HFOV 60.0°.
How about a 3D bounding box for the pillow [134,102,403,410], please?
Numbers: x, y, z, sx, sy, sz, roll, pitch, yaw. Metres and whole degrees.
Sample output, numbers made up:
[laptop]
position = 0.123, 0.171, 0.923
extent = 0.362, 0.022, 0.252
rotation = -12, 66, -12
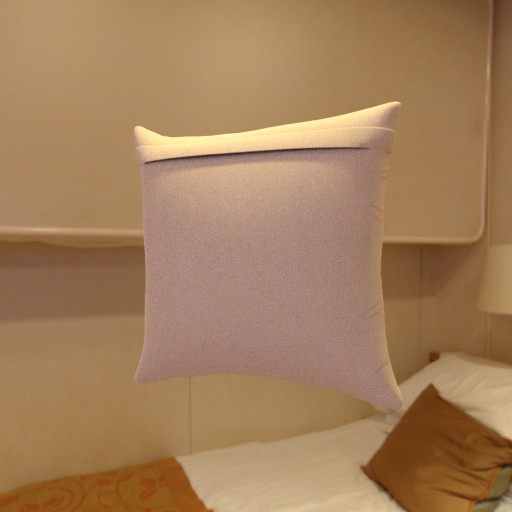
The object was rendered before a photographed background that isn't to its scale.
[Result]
[pillow]
position = 0.000, 0.000, 0.643
extent = 0.405, 0.406, 0.173
rotation = 0, 1, 18
